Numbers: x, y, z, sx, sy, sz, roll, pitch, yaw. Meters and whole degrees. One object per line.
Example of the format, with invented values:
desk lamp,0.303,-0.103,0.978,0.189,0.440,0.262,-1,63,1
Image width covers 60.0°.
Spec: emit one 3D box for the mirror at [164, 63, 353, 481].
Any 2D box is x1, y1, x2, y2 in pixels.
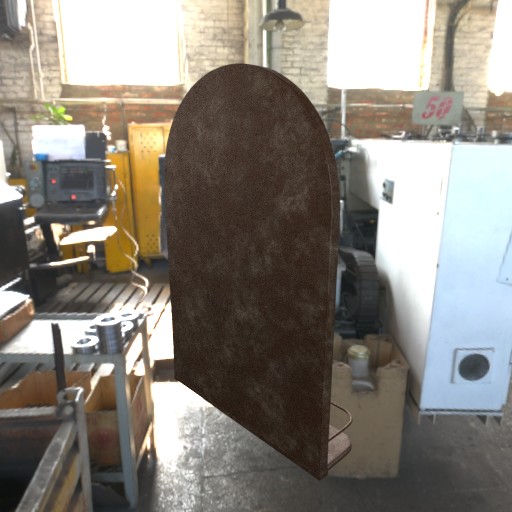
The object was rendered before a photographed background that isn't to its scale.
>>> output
mirror,0.000,0.000,0.976,0.137,0.770,0.510,-14,20,-41
